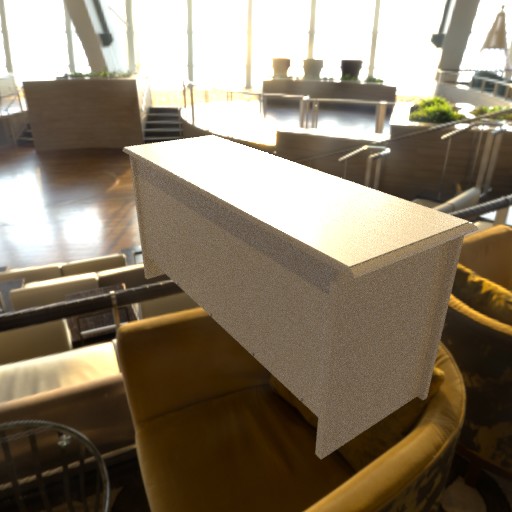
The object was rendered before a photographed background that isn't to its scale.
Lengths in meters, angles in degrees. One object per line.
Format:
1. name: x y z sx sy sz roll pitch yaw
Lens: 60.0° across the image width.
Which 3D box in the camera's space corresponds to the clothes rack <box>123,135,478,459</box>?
1. clothes rack: 0.000 0.000 1.485 0.405 0.558 1.218 -17 31 -31
